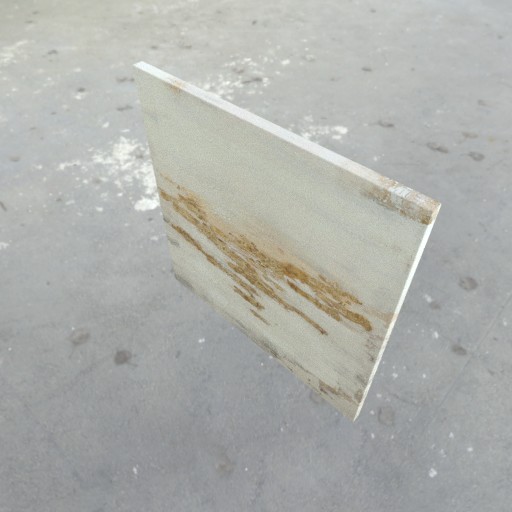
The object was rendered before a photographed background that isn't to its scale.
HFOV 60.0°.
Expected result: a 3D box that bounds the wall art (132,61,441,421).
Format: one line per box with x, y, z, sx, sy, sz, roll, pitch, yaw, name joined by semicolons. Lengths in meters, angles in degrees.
0.000;0.000;1.512;1.015;1.018;0.040;34;55;28;wall art
